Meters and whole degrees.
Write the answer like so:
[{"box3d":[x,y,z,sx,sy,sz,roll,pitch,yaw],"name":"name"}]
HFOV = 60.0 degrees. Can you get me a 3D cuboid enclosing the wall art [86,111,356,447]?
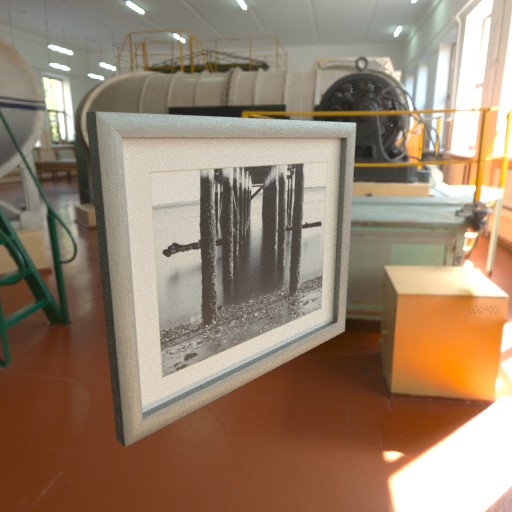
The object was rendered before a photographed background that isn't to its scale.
[{"box3d":[0.000,0.000,0.772,0.028,0.457,0.556,14,20,43],"name":"wall art"}]
